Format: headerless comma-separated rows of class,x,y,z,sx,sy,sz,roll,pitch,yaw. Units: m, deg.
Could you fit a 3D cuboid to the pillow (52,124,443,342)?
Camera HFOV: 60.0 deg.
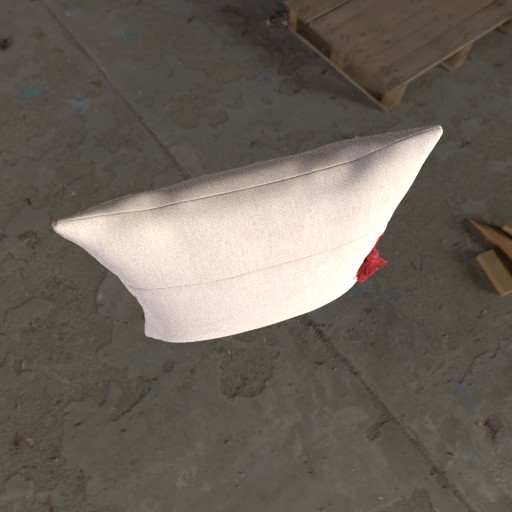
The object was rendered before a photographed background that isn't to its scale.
pillow,0.000,0.000,0.668,0.433,0.436,0.173,-16,65,-8
